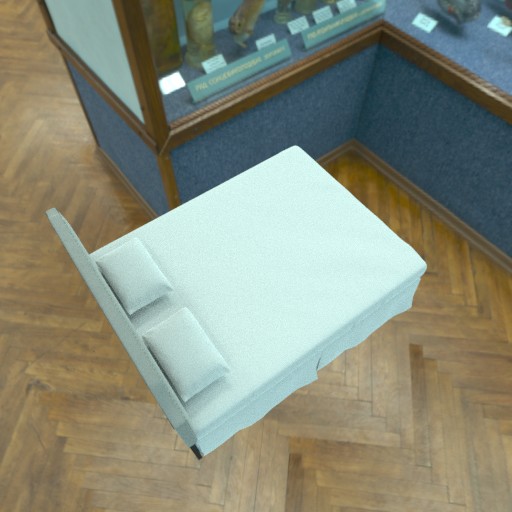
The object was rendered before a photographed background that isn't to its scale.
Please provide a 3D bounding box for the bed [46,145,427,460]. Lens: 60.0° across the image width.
[{"bbox_3d":[0.000,0.000,2.987,1.999,1.270,1.558,-31,63,-18],"label":"bed"}]
